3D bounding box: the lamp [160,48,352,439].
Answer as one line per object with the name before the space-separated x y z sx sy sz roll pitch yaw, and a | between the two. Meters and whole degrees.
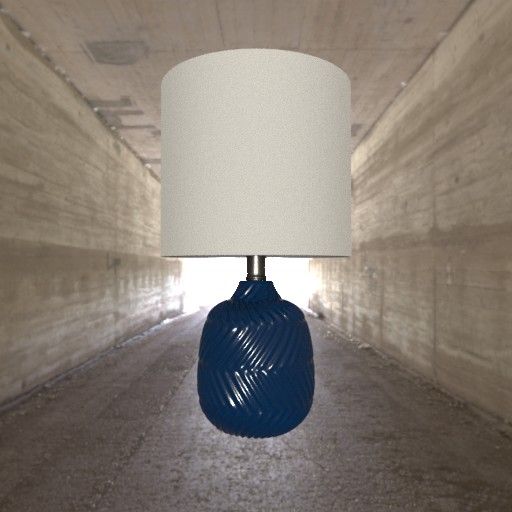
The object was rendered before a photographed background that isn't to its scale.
lamp | 0.000 0.000 0.482 0.203 0.368 0.203 1 -1 -36
